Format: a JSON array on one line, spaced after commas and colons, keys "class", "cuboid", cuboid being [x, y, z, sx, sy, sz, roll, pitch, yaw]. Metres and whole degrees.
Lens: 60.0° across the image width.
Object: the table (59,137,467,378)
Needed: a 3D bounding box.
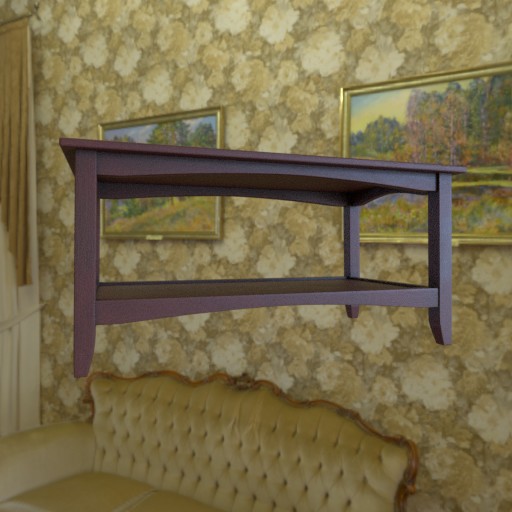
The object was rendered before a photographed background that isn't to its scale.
[{"class": "table", "cuboid": [0.000, 0.000, 1.222, 0.943, 0.456, 0.533, 0, 1, -19]}]
